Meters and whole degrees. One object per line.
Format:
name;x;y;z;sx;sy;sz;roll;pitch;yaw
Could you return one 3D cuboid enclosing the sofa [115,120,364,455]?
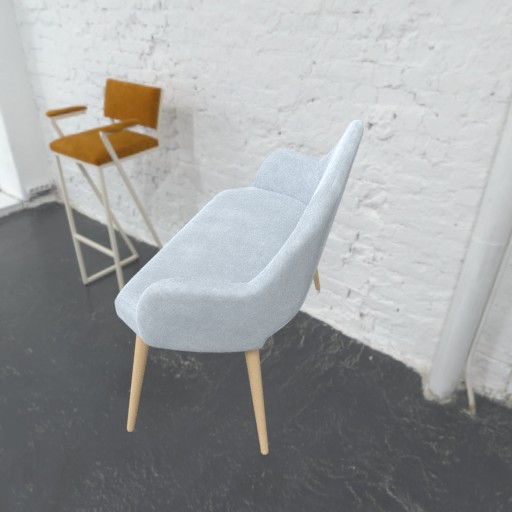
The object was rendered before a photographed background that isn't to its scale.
sofa;0.000;0.000;1.589;0.610;0.840;1.150;9;31;15
